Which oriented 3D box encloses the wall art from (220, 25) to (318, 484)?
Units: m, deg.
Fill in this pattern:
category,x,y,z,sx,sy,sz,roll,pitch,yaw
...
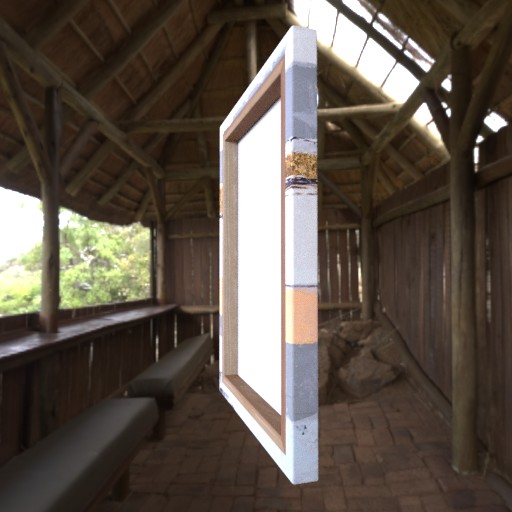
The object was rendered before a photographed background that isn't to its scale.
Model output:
category,x,y,z,sx,sy,sz,roll,pitch,yaw
wall art,0.000,0.000,0.809,0.038,0.609,0.456,0,-1,-17
